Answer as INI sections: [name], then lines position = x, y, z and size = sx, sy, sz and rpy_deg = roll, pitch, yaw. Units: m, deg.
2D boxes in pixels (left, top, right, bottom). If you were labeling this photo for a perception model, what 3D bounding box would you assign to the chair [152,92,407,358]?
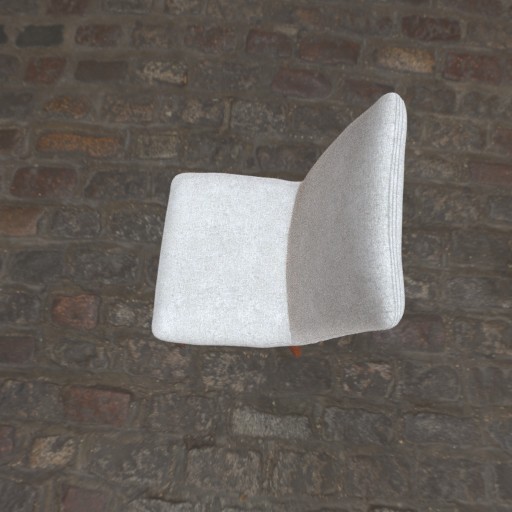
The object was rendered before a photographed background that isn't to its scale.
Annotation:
[chair]
position = 0.000, 0.000, 1.273
size = 0.563, 0.974, 0.522
rpy_deg = 4, 75, 1
